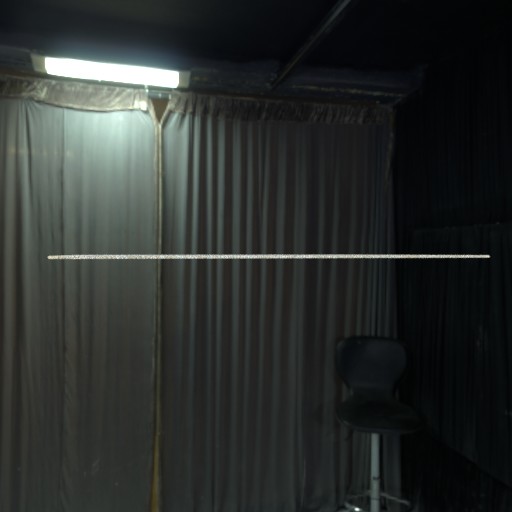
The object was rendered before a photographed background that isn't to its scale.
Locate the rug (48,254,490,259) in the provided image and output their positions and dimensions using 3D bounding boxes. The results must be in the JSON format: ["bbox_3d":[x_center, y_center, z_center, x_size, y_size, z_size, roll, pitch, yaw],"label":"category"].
[{"bbox_3d":[0.000,0.000,2.313,1.824,0.010,1.240,0,0,-18],"label":"rug"}]
